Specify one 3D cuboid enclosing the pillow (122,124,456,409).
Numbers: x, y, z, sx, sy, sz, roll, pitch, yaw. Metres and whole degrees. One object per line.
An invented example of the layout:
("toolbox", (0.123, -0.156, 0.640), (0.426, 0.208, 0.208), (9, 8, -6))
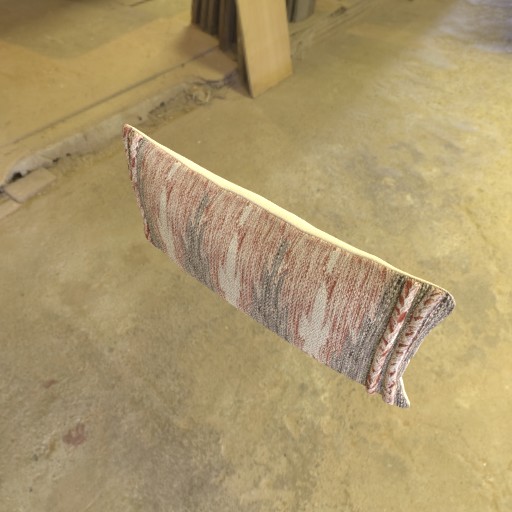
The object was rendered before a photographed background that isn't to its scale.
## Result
("pillow", (0.000, 0.000, 0.747), (0.635, 0.282, 0.139), (31, 54, 26))
